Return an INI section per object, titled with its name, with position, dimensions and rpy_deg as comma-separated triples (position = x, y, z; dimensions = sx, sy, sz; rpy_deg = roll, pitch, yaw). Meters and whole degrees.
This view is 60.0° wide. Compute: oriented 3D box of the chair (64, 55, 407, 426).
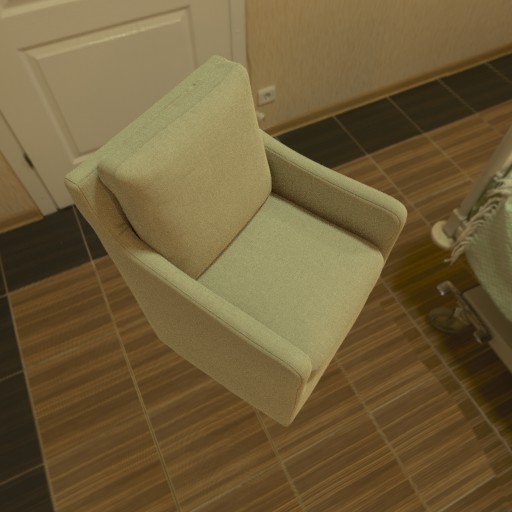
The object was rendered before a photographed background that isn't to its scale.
[chair]
position = 0.000, 0.000, 1.371
dimensions = 0.694, 0.914, 0.626
rpy_deg = 30, 62, 18
